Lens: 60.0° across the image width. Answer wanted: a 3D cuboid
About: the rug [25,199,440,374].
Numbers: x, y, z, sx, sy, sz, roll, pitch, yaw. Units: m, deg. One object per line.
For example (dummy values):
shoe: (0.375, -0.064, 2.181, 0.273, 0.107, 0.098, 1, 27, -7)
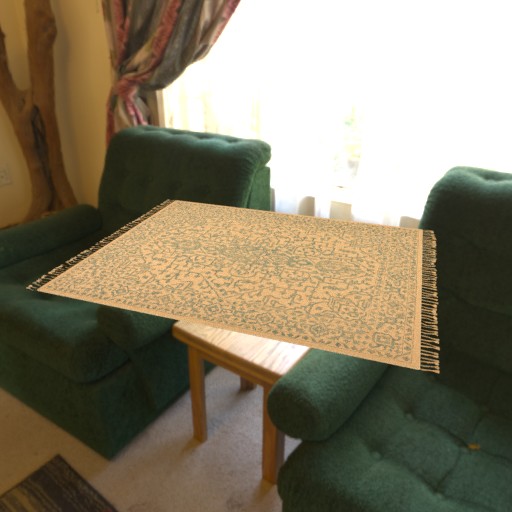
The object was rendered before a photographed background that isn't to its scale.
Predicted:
rug: (0.000, 0.000, 4.302, 3.327, 0.010, 2.464, 9, 27, 17)
